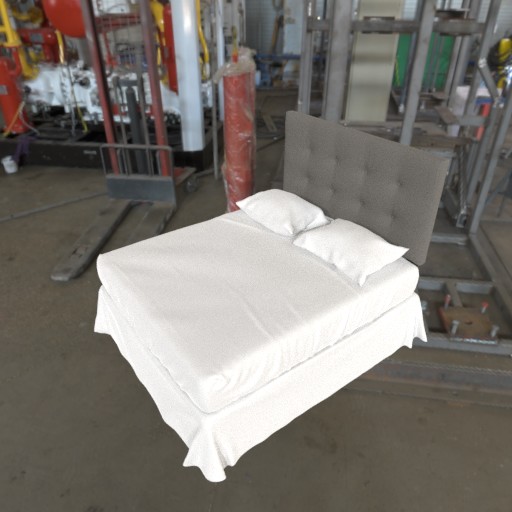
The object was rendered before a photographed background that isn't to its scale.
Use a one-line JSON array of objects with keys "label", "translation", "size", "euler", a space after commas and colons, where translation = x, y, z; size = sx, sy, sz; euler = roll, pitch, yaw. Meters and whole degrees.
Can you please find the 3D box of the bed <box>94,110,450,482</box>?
[{"label": "bed", "translation": [0.000, 0.000, 3.403], "size": [2.222, 1.577, 1.936], "euler": [-22, 38, -31]}]
